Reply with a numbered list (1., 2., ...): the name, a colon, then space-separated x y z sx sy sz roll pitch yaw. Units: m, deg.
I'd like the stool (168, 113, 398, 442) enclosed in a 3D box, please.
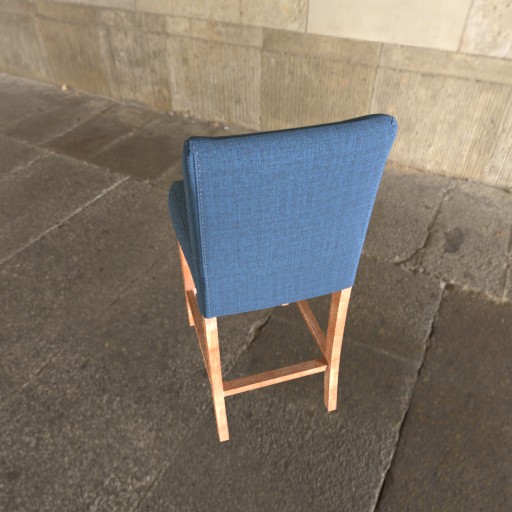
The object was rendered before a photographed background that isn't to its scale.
1. stool: 0.000 0.000 1.352 0.454 1.039 0.567 -11 42 -12
